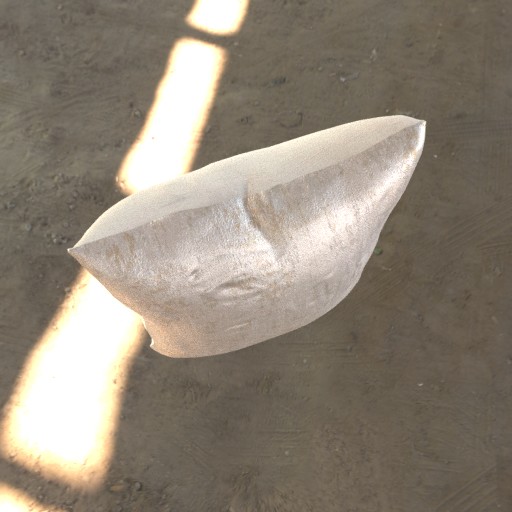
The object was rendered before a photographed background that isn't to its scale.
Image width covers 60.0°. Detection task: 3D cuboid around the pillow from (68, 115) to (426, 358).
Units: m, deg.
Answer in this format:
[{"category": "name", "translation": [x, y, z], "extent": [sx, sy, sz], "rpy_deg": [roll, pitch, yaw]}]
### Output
[{"category": "pillow", "translation": [0.000, 0.000, 0.704], "extent": [0.450, 0.448, 0.245], "rpy_deg": [-19, 66, -9]}]
